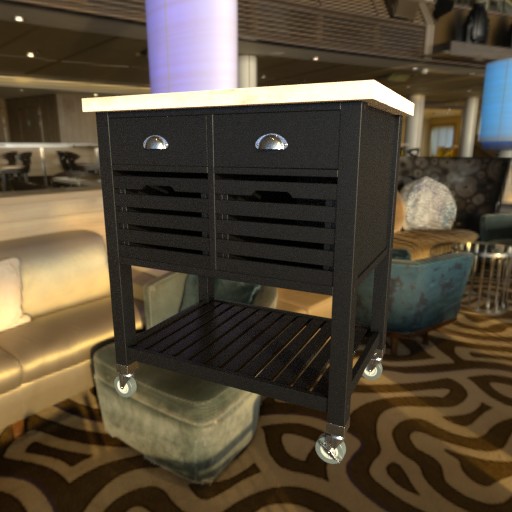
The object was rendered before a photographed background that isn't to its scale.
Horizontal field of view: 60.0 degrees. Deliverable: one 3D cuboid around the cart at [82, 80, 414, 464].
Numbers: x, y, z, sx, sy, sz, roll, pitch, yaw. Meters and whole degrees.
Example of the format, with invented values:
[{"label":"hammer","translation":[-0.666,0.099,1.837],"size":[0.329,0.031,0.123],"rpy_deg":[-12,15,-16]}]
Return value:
[{"label":"cart","translation":[0.000,0.000,1.391],"size":[0.797,0.920,0.567],"rpy_deg":[7,16,26]}]
